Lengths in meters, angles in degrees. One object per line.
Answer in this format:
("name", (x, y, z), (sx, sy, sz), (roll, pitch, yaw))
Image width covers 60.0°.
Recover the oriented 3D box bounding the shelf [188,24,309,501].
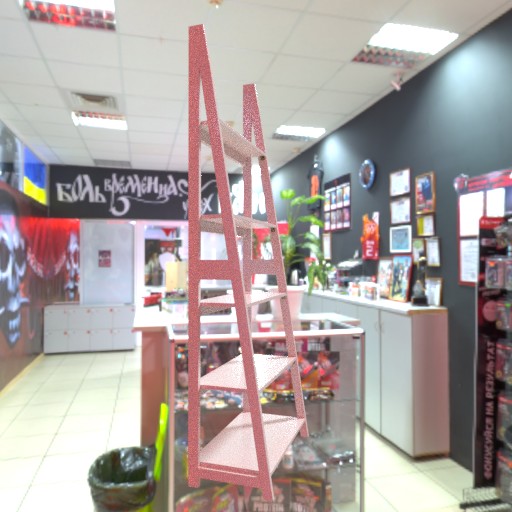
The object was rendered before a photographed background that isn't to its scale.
("shelf", (0.000, 0.000, 1.960), (0.341, 1.779, 0.636), (0, 0, 19))
